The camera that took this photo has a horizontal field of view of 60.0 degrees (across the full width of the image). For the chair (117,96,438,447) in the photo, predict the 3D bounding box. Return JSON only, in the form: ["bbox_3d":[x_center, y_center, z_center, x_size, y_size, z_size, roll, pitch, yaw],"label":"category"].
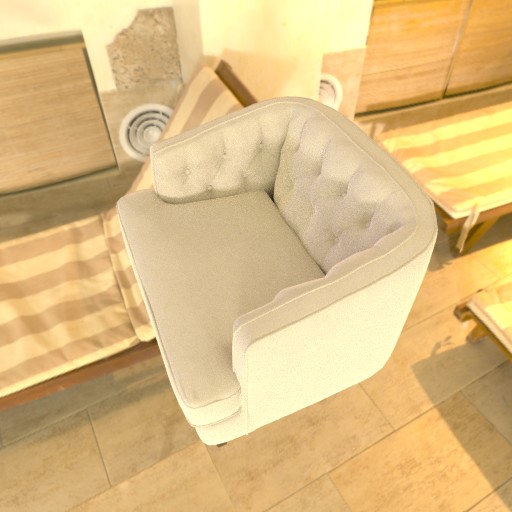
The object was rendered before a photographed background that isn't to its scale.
[{"bbox_3d":[0.000,0.000,1.787,0.941,0.852,1.104,-17,49,-16],"label":"chair"}]
